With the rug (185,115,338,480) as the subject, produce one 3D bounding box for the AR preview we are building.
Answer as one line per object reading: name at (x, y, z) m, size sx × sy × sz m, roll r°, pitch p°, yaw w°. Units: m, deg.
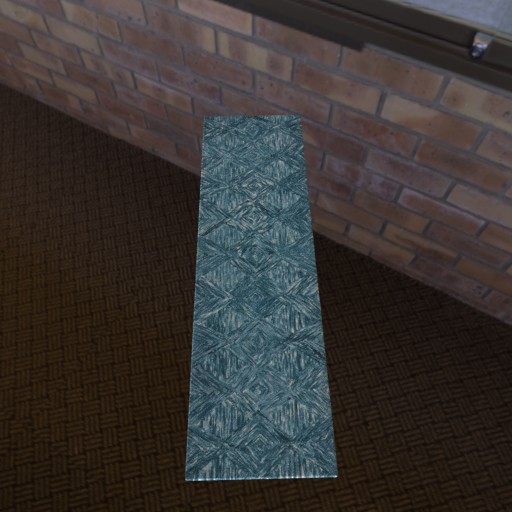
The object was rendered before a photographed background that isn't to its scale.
rug at (0.000, 0.000, 2.540) m, size 0.676 × 0.016 × 2.286 m, roll -1°, pitch 59°, yaw -1°
